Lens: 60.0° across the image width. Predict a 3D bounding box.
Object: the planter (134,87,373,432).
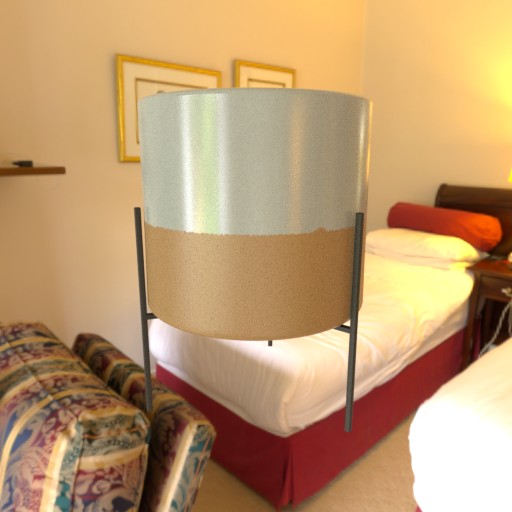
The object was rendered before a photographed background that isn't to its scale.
[{"bbox_3d":[0.000,0.000,0.729,0.348,0.480,0.360,2,14,10],"label":"planter"}]
